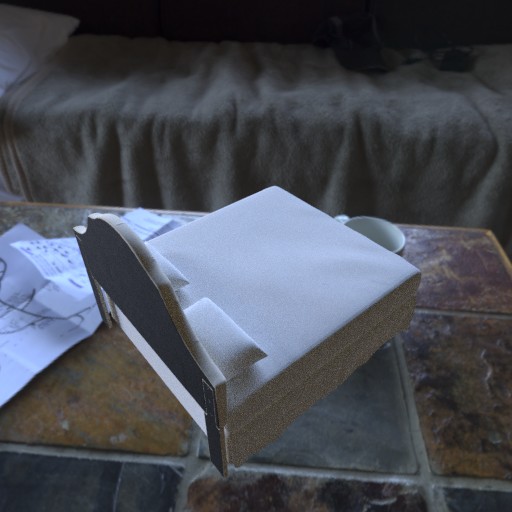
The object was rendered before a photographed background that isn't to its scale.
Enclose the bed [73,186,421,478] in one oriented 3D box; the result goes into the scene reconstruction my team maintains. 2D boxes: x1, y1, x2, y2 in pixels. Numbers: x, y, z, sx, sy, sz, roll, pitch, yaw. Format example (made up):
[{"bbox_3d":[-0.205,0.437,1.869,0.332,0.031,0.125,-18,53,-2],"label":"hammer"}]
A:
[{"bbox_3d":[0.000,0.000,3.697,2.214,1.615,2.008,-28,47,-30],"label":"bed"}]
